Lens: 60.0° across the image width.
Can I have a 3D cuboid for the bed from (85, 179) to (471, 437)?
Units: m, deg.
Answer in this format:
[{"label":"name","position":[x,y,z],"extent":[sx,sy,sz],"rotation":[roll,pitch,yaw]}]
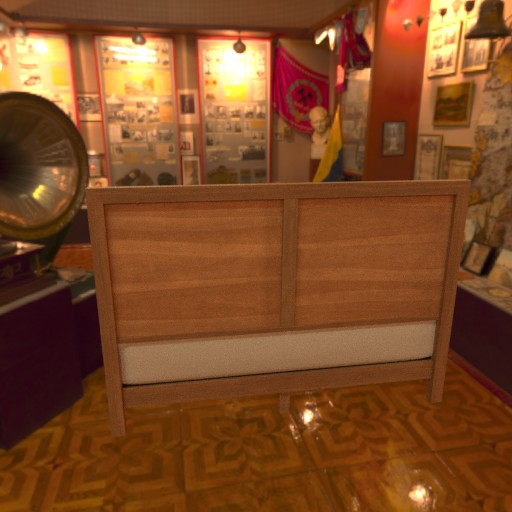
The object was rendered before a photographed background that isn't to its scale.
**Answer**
[{"label":"bed","position":[0.000,0.000,3.476],"extent":[2.003,1.387,2.184],"rotation":[-3,16,-9]}]
